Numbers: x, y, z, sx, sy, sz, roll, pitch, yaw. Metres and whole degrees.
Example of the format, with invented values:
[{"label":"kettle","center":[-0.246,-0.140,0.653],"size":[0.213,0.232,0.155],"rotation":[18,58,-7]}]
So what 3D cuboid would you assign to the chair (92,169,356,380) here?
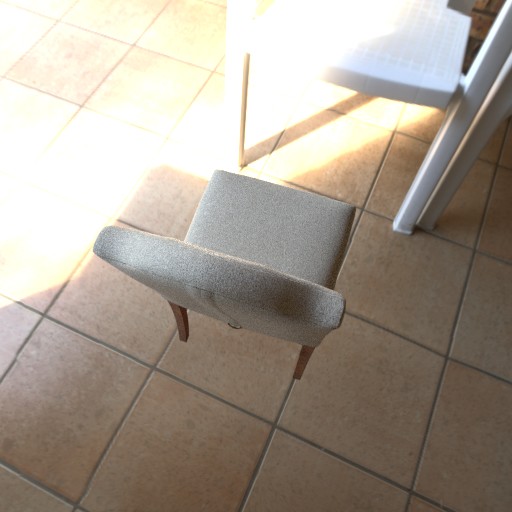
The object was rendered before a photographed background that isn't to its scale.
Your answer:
[{"label":"chair","center":[0.000,0.000,1.375],"size":[0.534,1.012,0.648],"rotation":[17,65,8]}]
